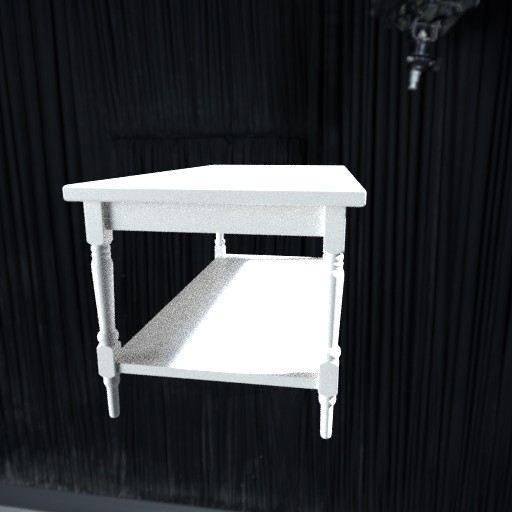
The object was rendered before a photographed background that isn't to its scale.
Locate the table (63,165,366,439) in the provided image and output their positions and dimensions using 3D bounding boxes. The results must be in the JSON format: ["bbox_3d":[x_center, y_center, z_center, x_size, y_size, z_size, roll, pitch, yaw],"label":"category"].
[{"bbox_3d":[0.000,0.000,1.370,0.550,0.510,1.107,2,14,9],"label":"table"}]
